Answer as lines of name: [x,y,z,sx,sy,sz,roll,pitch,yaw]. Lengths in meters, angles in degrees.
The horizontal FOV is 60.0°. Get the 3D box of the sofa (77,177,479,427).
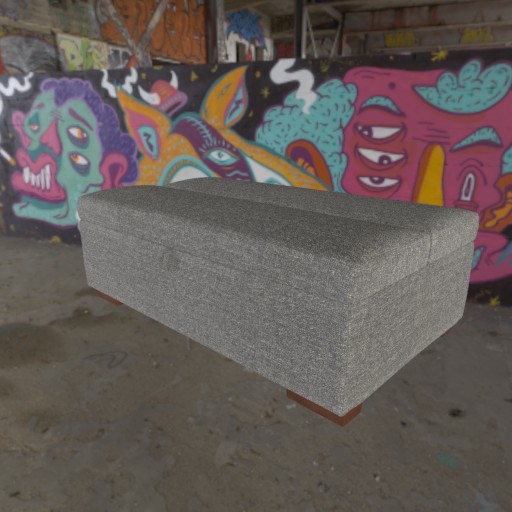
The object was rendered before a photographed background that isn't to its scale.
sofa: [0.000,0.000,1.566,1.198,0.417,0.782,16,23,41]
